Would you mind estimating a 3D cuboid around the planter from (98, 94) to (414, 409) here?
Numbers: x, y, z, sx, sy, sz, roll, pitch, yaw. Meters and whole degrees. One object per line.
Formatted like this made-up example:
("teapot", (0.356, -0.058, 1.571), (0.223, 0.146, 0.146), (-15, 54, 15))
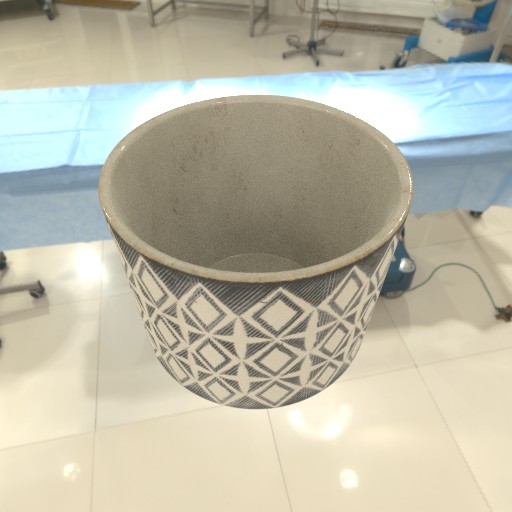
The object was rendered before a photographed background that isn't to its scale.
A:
("planter", (0.000, 0.000, 0.337), (0.192, 0.165, 0.192), (0, 46, 0))
